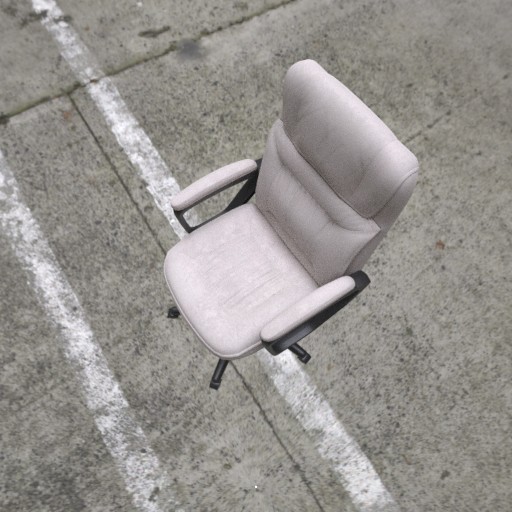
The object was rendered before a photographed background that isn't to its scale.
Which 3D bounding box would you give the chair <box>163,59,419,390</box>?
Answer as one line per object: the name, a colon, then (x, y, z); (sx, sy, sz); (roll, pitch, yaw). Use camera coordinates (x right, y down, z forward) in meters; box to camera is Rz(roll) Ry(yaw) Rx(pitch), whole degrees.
chair: (0.000, 0.000, 1.578); (0.724, 1.105, 0.667); (-30, 67, -15)
